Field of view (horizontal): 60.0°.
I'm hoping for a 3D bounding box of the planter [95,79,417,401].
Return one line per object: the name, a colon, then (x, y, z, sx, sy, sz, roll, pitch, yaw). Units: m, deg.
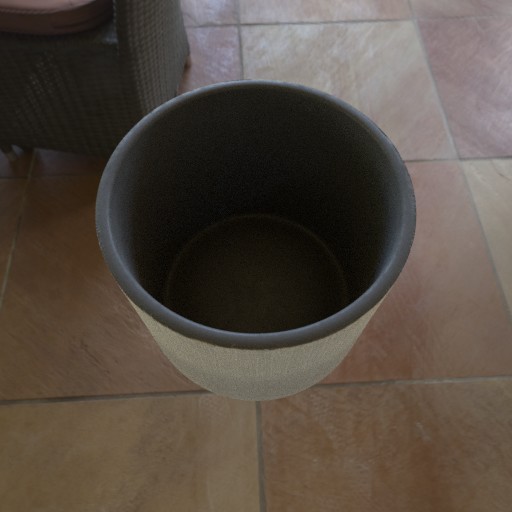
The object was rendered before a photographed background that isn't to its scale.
planter: (0.000, 0.000, 0.397, 0.226, 0.201, 0.226, 0, 63, 0)
